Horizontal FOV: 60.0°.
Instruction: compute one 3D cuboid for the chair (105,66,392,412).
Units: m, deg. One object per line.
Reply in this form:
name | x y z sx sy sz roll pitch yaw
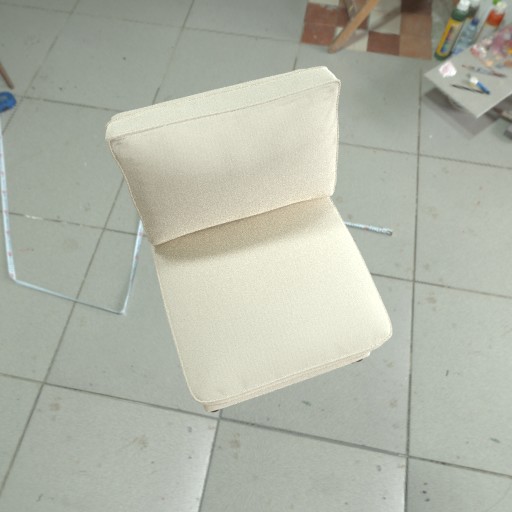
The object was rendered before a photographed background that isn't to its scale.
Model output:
chair | 0.000 0.000 1.401 0.630 0.887 0.781 -17 65 -8
